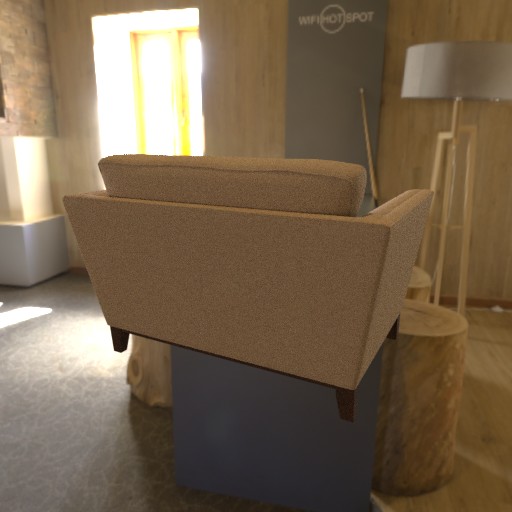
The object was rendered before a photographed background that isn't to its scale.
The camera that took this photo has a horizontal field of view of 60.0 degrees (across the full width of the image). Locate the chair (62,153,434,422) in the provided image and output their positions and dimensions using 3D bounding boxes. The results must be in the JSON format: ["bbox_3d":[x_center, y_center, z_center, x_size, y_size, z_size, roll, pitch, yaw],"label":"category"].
[{"bbox_3d":[0.000,0.000,2.076,1.397,0.940,0.965,8,17,27],"label":"chair"}]
